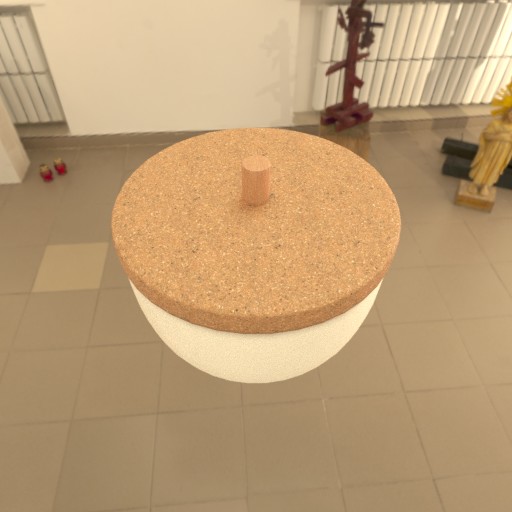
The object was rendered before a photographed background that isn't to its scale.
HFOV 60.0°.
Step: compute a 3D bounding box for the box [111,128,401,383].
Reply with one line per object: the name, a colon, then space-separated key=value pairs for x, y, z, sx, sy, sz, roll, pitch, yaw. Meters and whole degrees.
box: x=0.000 y=0.000 z=0.188 sx=0.107 sy=0.094 sz=0.107 roll=0 pitch=46 yaw=0
